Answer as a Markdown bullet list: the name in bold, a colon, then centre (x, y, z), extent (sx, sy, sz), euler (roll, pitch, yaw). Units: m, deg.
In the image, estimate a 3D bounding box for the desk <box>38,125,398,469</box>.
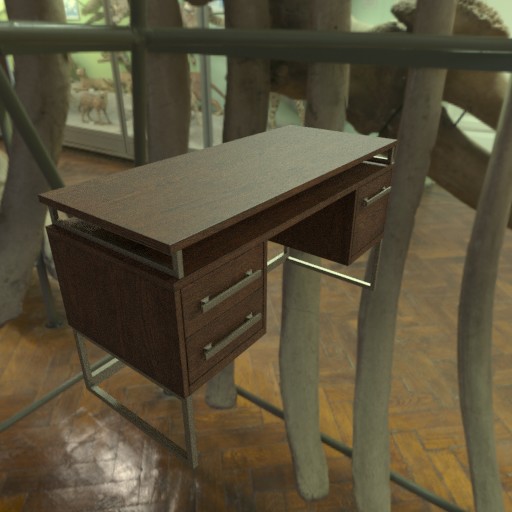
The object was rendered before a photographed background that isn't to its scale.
- **desk**: centre (0.000, 0.000, 1.849), extent (0.610, 0.792, 1.384), euler (19, 33, 33)
